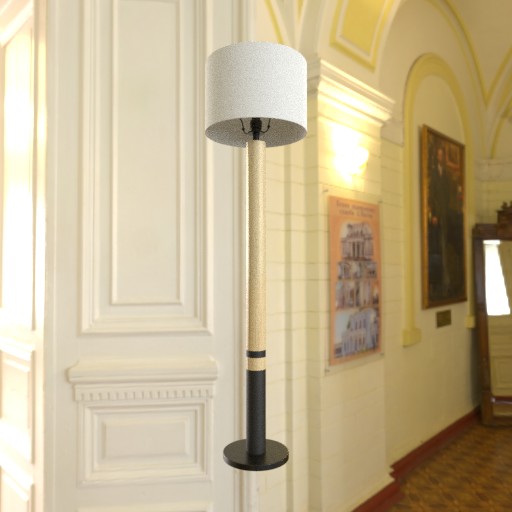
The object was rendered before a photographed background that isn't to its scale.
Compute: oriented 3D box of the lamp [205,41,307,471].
[{"bbox_3d":[0.000,0.000,1.656,0.381,1.478,0.381,0,-2,-1],"label":"lamp"}]
